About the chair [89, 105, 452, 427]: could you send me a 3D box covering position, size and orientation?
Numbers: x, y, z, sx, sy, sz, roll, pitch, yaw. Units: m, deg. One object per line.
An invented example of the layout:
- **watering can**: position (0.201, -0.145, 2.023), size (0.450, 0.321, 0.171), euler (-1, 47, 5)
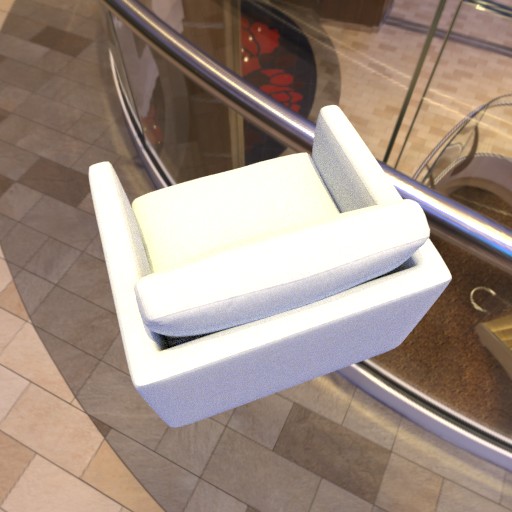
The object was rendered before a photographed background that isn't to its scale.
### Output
- **chair**: position (0.000, 0.000, 1.829), size (1.107, 0.961, 0.953), euler (-17, 60, -10)
